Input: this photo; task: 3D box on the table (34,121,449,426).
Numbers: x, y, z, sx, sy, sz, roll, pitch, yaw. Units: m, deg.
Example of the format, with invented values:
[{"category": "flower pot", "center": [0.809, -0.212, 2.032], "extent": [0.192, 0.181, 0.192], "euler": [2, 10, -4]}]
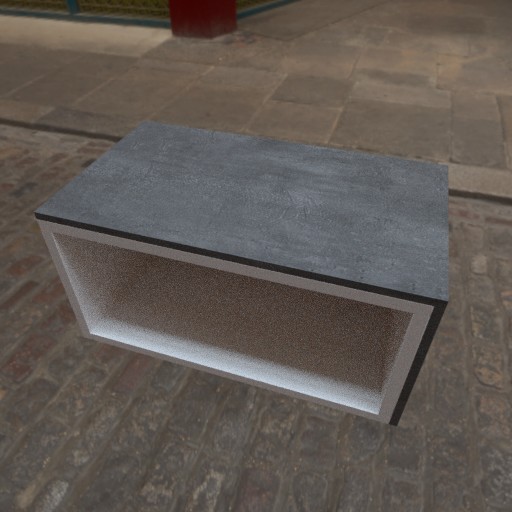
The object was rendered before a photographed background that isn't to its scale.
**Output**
[{"category": "table", "center": [0.000, 0.000, 0.962], "extent": [0.700, 0.350, 0.400], "euler": [12, 42, 14]}]
